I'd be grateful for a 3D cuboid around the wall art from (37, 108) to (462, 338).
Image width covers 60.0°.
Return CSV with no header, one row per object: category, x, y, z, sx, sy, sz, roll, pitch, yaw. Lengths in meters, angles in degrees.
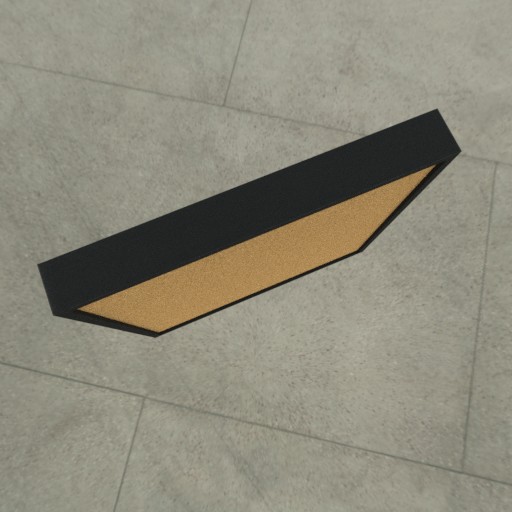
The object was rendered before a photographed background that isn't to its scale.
wall art,0.000,0.000,0.457,0.305,0.305,0.037,-22,78,-5
